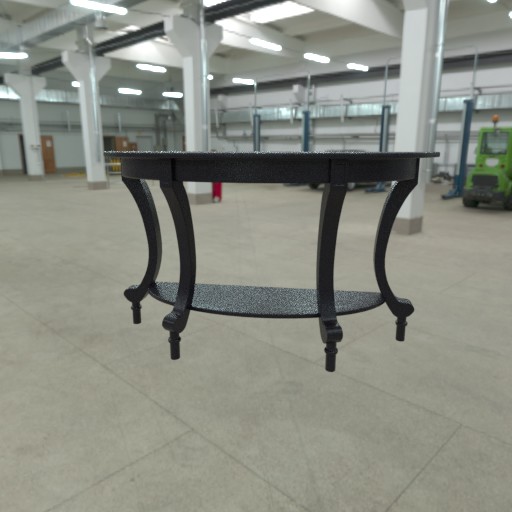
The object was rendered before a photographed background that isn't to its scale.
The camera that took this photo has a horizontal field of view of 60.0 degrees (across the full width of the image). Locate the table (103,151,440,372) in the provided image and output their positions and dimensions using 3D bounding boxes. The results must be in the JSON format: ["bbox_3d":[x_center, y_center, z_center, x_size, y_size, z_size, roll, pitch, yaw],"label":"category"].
[{"bbox_3d":[0.000,0.000,1.516,1.198,0.692,0.394,2,14,9],"label":"table"}]
